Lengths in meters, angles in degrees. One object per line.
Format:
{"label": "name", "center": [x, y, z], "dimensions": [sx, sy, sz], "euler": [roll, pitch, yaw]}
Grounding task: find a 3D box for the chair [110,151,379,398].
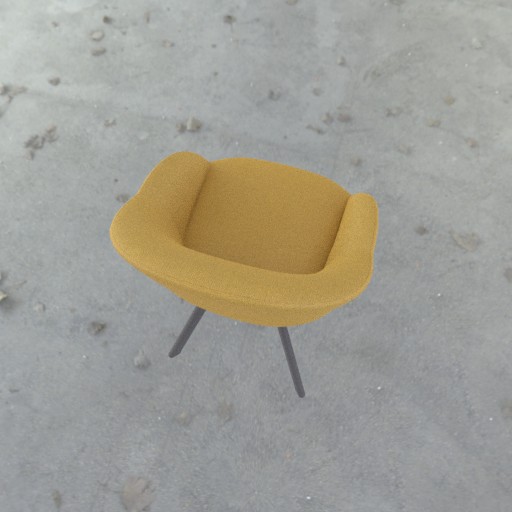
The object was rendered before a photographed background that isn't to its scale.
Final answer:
{"label": "chair", "center": [0.000, 0.000, 1.199], "dimensions": [0.551, 0.793, 0.583], "euler": [15, 63, 8]}
